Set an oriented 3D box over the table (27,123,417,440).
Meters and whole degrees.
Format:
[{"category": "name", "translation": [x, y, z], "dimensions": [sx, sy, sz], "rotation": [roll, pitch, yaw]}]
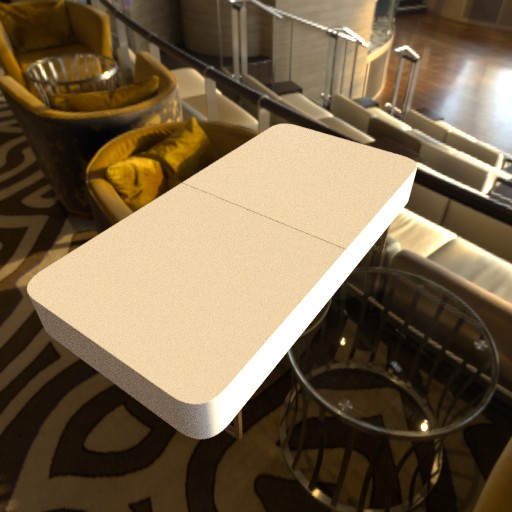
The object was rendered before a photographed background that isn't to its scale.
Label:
[{"category": "table", "translation": [0.000, 0.000, 1.440], "dimensions": [0.600, 0.340, 1.200], "rotation": [25, 46, 26]}]
